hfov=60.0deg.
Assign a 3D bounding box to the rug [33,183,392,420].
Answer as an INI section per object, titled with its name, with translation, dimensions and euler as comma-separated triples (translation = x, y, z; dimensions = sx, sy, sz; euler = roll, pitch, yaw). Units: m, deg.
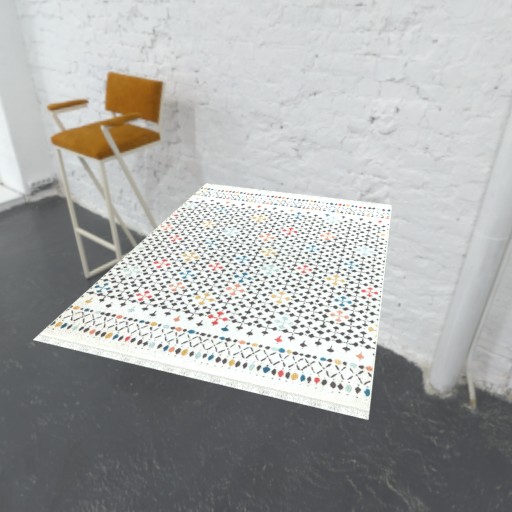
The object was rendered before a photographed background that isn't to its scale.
[rug]
translation = 0.000, 0.000, 4.190
dimensions = 2.354, 0.007, 3.196
euler = 9, 32, 15
